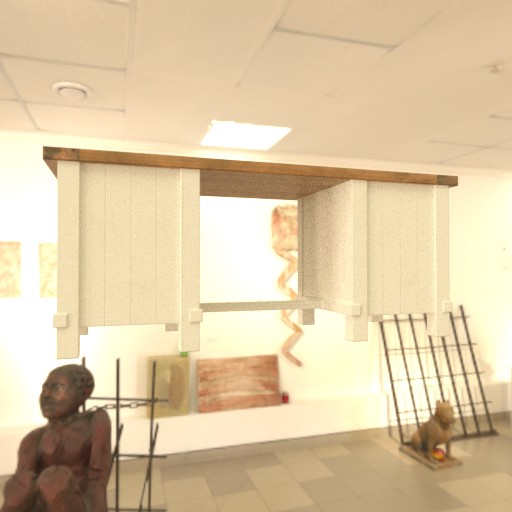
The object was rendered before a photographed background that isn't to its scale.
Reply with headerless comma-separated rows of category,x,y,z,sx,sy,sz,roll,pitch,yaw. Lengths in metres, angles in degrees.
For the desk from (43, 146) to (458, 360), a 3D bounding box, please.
desk,0.000,0.000,2.165,1.803,0.760,0.688,0,-1,-18
